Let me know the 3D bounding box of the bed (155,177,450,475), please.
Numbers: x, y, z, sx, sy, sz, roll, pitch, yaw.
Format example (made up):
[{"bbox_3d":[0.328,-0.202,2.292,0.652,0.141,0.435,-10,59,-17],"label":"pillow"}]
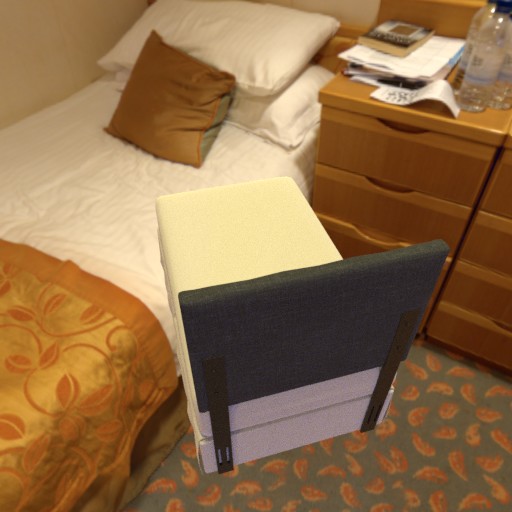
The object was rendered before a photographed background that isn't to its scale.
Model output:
[{"bbox_3d":[0.000,0.000,2.940,1.261,1.571,1.997,-11,44,-11],"label":"bed"}]
